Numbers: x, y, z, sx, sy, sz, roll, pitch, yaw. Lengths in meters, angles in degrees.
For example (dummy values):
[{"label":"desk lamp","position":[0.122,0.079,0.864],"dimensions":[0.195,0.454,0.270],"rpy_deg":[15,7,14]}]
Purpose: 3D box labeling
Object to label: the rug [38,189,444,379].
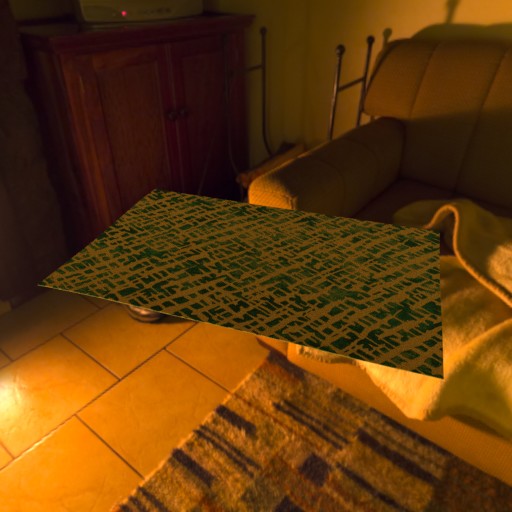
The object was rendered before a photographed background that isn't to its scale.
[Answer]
[{"label":"rug","position":[0.000,0.000,3.101],"dimensions":[2.447,0.011,1.520],"rpy_deg":[10,35,15]}]
